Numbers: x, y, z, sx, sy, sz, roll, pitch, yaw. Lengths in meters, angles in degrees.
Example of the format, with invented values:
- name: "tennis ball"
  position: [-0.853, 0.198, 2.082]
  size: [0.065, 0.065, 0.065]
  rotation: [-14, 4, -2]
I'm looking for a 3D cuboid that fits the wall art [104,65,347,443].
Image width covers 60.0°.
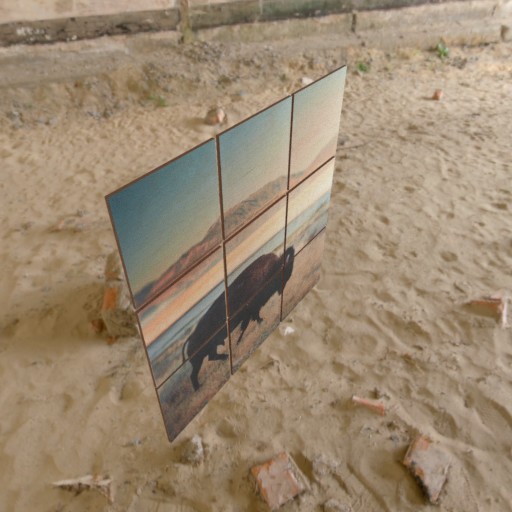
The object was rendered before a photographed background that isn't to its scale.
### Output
- name: "wall art"
  position: [0.000, 0.000, 1.836]
  size: [0.019, 1.218, 1.221]
  rotation: [26, 47, 27]
